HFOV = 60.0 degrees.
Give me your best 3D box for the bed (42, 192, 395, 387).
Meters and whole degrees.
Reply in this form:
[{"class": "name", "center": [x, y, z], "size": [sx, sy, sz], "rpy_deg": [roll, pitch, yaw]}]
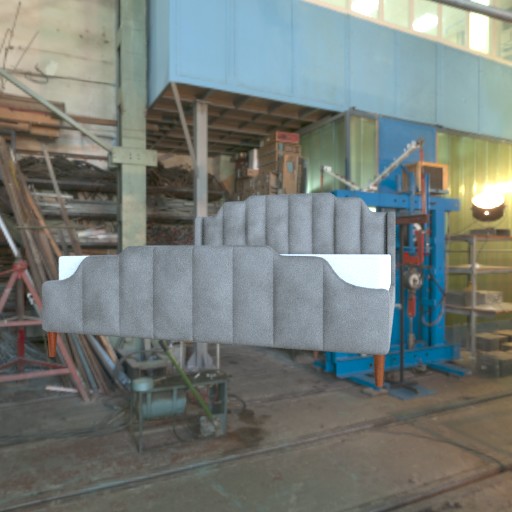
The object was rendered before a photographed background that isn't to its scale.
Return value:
[{"class": "bed", "center": [0.000, 0.000, 3.502], "size": [2.074, 1.245, 2.340], "rpy_deg": [0, 1, 18]}]
